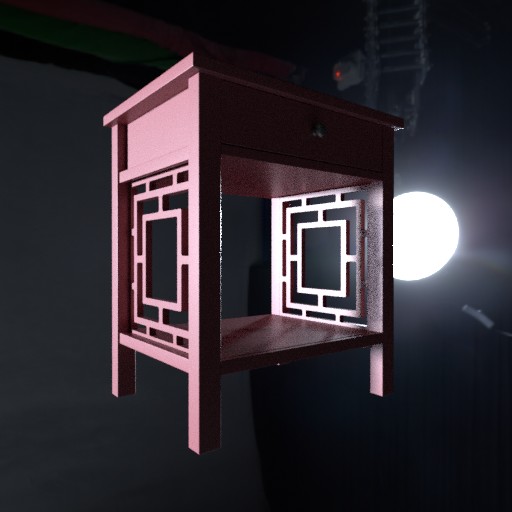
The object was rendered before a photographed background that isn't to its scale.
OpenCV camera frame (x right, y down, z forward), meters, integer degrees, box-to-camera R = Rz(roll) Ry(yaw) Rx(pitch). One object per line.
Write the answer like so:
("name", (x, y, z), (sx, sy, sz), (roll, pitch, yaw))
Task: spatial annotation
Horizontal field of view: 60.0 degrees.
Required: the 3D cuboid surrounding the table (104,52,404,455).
("table", (0.000, 0.000, 1.095), (0.599, 0.686, 0.451), (0, 0, -38))
